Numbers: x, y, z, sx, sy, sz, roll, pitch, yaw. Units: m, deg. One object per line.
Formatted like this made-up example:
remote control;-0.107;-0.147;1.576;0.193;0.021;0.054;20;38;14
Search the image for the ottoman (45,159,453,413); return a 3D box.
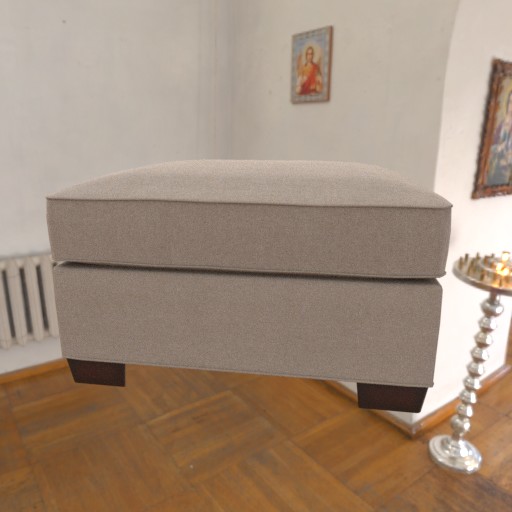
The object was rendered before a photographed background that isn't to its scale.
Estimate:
ottoman;0.000;0.000;1.213;0.846;0.503;0.617;2;16;8
